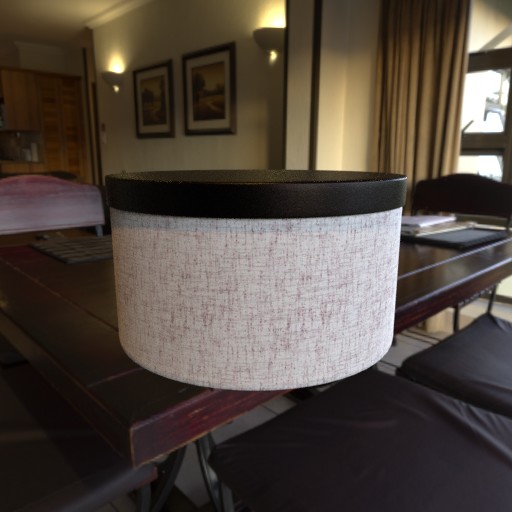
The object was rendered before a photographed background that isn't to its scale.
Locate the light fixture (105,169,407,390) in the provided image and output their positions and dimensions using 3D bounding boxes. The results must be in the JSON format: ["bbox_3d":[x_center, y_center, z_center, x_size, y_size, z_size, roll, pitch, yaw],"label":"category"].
[{"bbox_3d":[0.000,0.000,0.626,0.389,0.229,0.389,0,13,0],"label":"light fixture"}]
